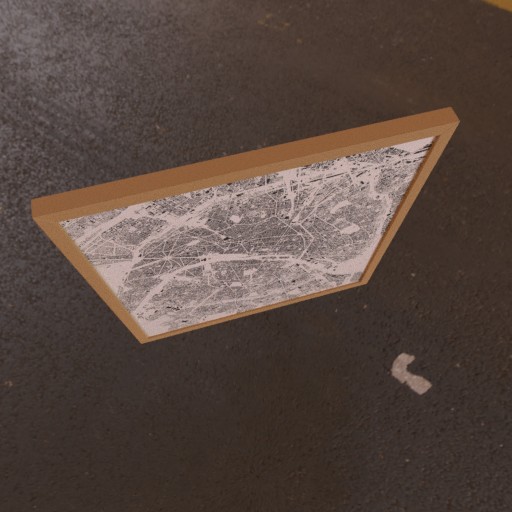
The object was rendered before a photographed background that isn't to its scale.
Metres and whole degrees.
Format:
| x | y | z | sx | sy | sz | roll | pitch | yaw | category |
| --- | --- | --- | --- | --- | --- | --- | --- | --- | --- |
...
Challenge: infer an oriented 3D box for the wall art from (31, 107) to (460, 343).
| x | y | z | sx | sy | sz | roll | pitch | yaw | category |
| --- | --- | --- | --- | --- | --- | --- | --- | --- | --- |
| 0.000 | 0.000 | 1.109 | 0.761 | 0.761 | 0.037 | -14 | 64 | -7 | wall art |
